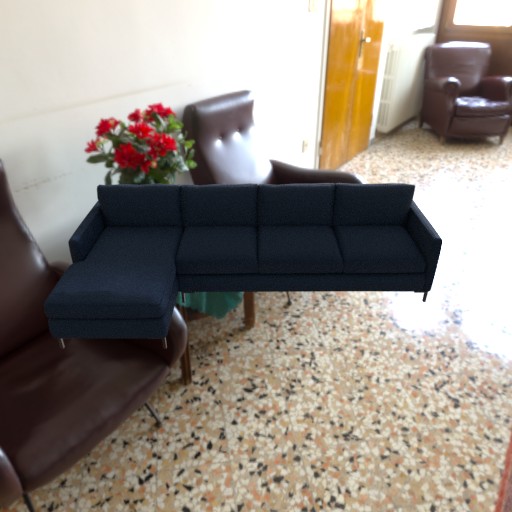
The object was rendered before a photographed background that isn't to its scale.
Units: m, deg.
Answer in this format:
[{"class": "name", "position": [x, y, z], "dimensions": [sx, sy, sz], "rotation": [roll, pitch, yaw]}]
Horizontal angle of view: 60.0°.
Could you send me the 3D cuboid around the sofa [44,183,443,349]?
[{"class": "sofa", "position": [0.000, 0.000, 2.988], "dimensions": [2.450, 0.679, 1.128], "rotation": [0, 31, 0]}]
